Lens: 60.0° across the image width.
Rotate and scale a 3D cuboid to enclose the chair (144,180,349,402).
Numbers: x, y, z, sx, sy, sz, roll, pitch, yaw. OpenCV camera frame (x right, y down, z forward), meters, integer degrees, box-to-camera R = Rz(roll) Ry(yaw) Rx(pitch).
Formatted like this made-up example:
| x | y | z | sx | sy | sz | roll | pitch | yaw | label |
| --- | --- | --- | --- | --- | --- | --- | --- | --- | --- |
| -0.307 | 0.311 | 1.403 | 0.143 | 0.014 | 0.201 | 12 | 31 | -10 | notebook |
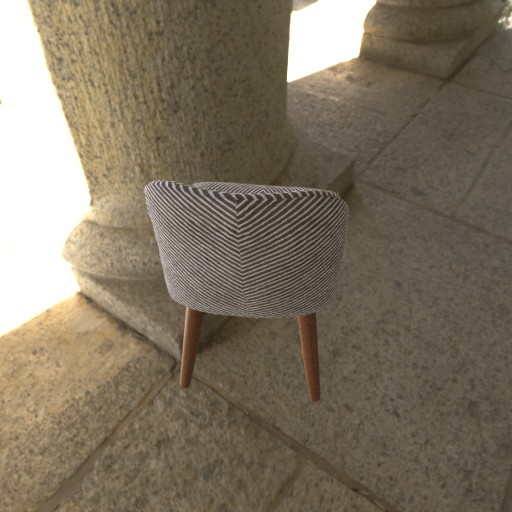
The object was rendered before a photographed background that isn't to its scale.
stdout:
| x | y | z | sx | sy | sz | roll | pitch | yaw | label |
| --- | --- | --- | --- | --- | --- | --- | --- | --- | --- |
| 0.000 | 0.000 | 1.248 | 0.504 | 0.883 | 0.591 | 5 | 46 | 4 | chair |
